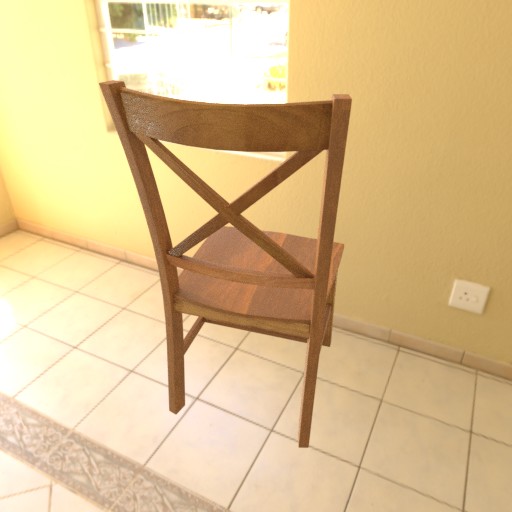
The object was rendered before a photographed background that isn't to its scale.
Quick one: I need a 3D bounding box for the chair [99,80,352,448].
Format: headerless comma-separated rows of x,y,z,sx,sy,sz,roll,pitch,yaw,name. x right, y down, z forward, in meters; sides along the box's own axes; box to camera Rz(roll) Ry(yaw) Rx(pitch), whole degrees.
0.000,0.000,1.252,0.485,0.983,0.542,9,32,15,chair
